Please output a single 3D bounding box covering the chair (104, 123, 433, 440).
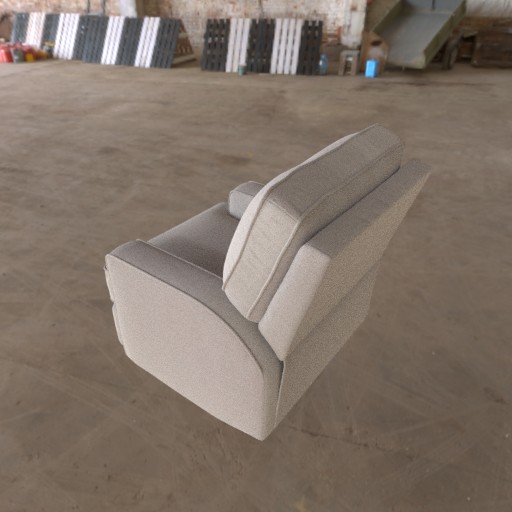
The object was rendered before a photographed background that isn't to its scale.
[{"bbox_3d":[0.000,0.000,1.702,0.969,0.964,0.861,22,38,30],"label":"chair"}]
